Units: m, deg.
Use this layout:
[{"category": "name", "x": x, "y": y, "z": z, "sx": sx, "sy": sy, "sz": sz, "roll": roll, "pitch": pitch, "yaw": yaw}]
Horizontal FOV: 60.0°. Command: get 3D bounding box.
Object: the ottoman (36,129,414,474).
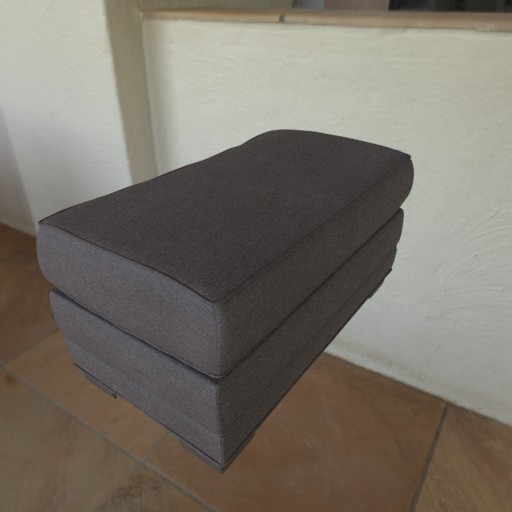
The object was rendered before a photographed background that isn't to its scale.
[{"category": "ottoman", "x": 0.000, "y": 0.000, "z": 1.115, "sx": 0.490, "sy": 0.448, "sz": 0.864, "roll": 20, "pitch": 36, "yaw": 30}]
